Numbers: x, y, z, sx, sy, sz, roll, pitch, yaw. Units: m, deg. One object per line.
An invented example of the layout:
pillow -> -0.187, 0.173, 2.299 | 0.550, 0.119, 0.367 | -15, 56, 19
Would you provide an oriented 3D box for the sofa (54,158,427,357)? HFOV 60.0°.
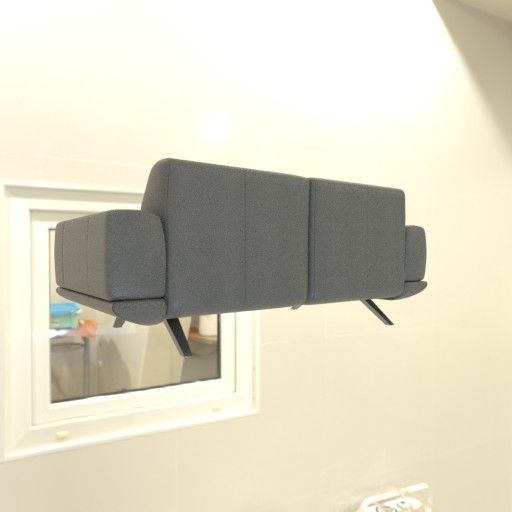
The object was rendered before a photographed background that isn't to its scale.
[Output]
sofa -> 0.000, 0.000, 2.434 | 1.901, 0.772, 0.900 | 0, 1, -36
